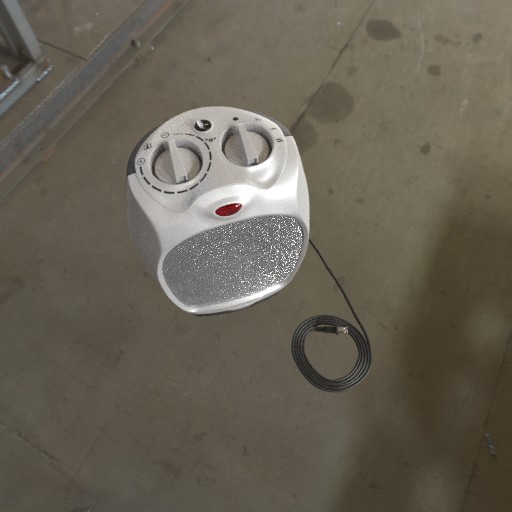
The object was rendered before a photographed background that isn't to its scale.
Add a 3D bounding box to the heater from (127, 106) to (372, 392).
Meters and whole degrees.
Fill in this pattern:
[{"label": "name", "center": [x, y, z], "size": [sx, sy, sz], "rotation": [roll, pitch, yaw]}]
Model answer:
[{"label": "heater", "center": [0.000, 0.000, 0.470], "size": [0.239, 0.255, 0.291], "rotation": [-15, 65, -7]}]
